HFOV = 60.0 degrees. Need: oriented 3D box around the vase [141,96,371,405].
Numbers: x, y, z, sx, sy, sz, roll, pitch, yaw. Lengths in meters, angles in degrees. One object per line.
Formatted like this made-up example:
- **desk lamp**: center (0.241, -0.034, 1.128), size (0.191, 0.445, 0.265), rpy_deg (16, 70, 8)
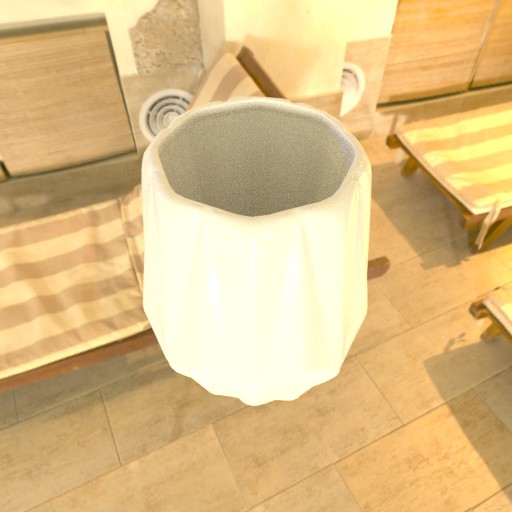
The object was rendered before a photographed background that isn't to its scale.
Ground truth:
- **vase**: center (0.000, 0.000, 0.264), size (0.141, 0.152, 0.141), rpy_deg (0, 48, 0)
